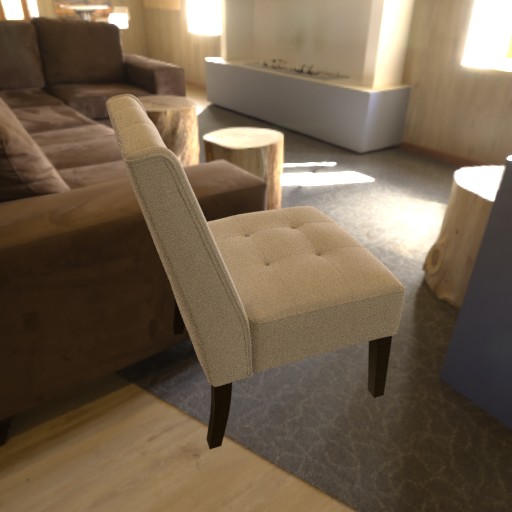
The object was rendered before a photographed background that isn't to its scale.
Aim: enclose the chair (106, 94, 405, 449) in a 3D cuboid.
[{"bbox_3d":[0.000,0.000,1.289,0.676,0.853,0.569,-10,32,-17],"label":"chair"}]
